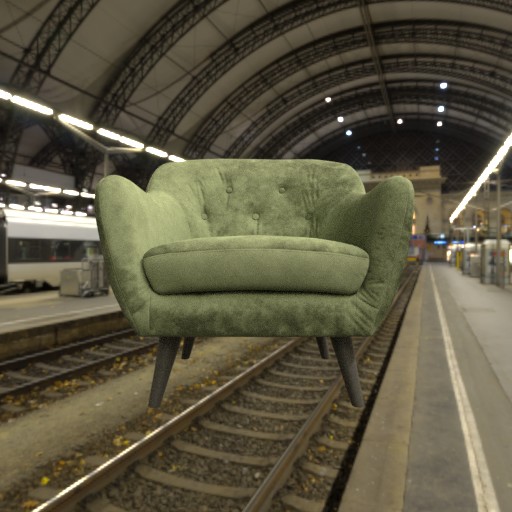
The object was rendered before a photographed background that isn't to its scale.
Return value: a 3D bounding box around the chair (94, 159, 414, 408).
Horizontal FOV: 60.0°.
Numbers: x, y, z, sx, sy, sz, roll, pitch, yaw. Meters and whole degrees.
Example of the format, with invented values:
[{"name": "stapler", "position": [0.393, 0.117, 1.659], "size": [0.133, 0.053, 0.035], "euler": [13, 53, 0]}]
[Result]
[{"name": "chair", "position": [0.000, 0.000, 1.504], "size": [0.840, 0.804, 0.819], "euler": [0, 0, 0]}]
